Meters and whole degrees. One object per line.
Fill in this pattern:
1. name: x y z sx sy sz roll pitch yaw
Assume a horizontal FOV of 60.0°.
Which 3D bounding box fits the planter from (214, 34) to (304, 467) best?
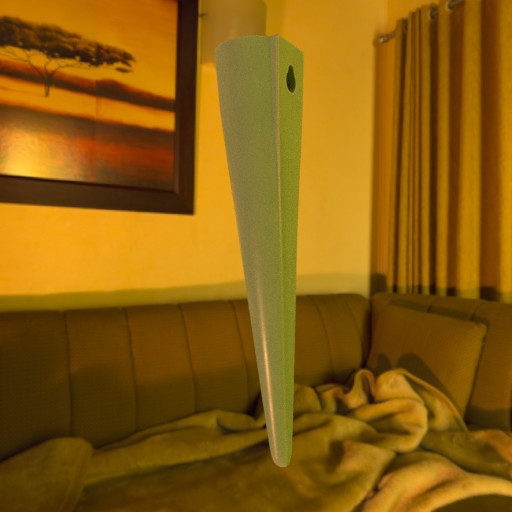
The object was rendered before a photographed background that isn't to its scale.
1. planter: 0.000 0.000 0.294 0.055 0.268 0.054 0 1 36
